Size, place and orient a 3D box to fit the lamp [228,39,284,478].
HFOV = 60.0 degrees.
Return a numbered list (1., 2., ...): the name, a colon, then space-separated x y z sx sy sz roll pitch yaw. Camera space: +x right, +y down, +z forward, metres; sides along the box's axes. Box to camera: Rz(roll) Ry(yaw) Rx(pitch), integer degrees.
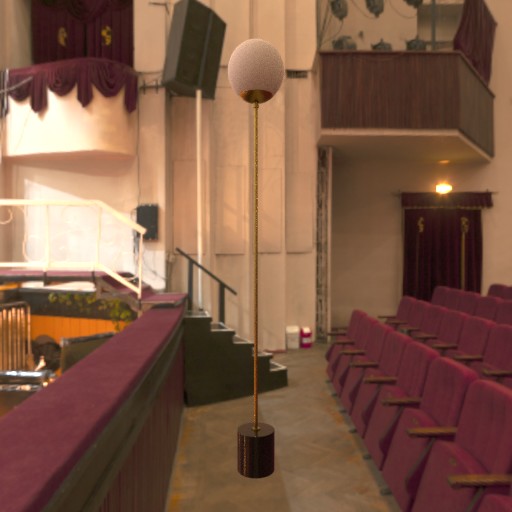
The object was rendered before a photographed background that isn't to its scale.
1. lamp: 0.000 0.000 1.812 0.229 1.748 0.229 0 0 1
